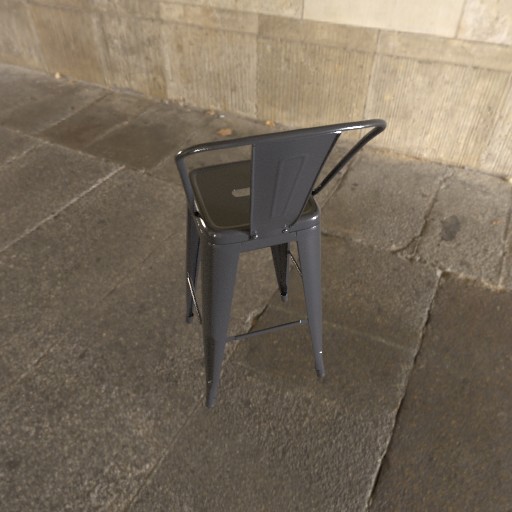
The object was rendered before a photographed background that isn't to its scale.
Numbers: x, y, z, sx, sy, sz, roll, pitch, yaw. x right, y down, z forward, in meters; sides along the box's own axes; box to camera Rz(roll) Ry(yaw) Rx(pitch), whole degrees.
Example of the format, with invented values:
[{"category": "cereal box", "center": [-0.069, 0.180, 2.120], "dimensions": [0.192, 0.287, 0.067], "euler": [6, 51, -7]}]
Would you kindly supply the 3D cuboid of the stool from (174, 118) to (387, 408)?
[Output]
[{"category": "stool", "center": [0.000, 0.000, 1.287], "dimensions": [0.432, 1.022, 0.528], "euler": [-11, 43, -13]}]
